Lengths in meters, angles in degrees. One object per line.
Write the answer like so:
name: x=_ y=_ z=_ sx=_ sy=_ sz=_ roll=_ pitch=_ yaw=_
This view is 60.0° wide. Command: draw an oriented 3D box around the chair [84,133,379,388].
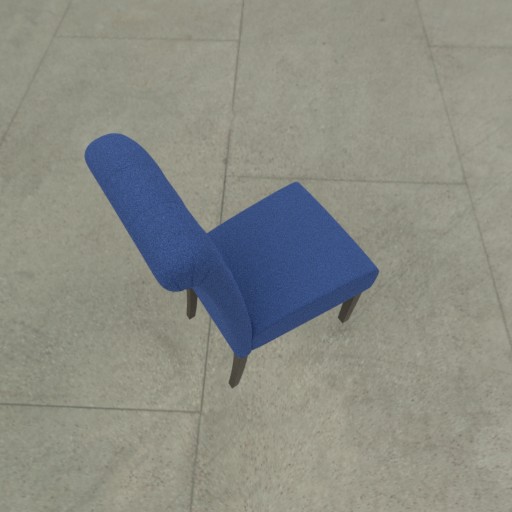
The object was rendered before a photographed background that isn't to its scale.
chair: x=0.000 y=0.000 z=1.380 sx=0.671 sy=1.006 sz=0.456 roll=-29 pitch=62 yaw=-17
